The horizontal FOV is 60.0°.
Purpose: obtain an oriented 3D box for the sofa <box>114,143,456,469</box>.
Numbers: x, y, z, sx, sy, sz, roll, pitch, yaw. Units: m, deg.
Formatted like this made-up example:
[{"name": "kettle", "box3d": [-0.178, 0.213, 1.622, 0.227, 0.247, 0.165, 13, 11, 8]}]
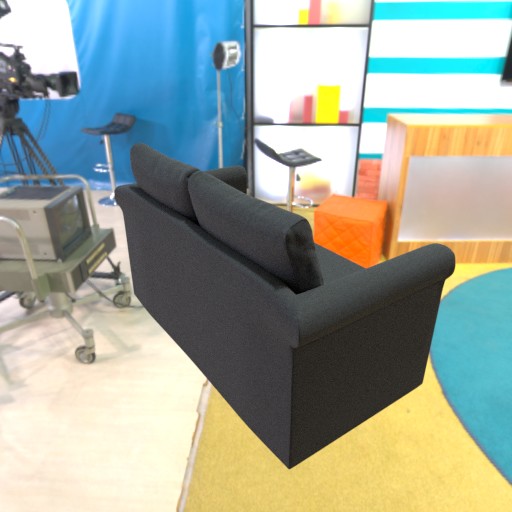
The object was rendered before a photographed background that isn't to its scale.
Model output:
[{"name": "sofa", "box3d": [0.000, 0.000, 1.984, 0.741, 0.872, 1.460, -17, 31, -31]}]
